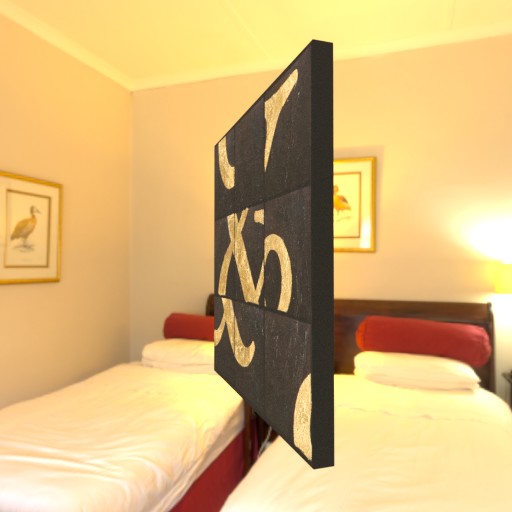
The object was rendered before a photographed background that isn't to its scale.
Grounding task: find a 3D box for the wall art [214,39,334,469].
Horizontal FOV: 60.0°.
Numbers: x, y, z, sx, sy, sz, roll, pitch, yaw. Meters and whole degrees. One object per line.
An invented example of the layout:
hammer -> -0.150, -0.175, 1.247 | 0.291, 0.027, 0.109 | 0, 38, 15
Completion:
wall art -> 0.000, 0.000, 1.145 | 0.044, 0.758, 0.758 | 0, -1, -19
